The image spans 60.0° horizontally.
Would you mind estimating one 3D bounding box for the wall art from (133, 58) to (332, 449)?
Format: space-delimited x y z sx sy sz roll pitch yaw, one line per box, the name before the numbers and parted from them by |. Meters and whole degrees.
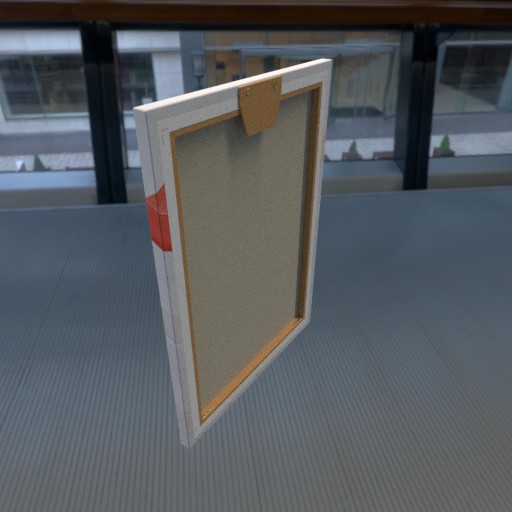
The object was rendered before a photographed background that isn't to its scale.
wall art | 0.000 0.000 1.121 0.036 0.848 0.613 21 38 30
